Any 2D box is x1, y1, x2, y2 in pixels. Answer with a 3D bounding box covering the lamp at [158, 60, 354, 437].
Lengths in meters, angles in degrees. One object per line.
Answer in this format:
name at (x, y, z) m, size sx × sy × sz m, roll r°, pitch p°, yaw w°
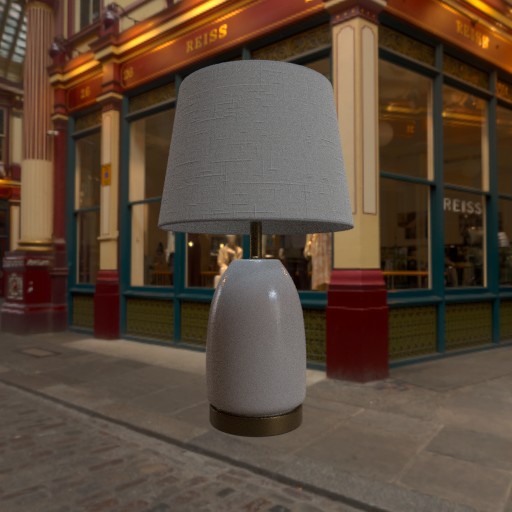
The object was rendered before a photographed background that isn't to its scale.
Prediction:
lamp at (0.000, 0.000, 0.659) m, size 0.285 × 0.483 × 0.285 m, roll 0°, pitch -1°, yaw 0°
